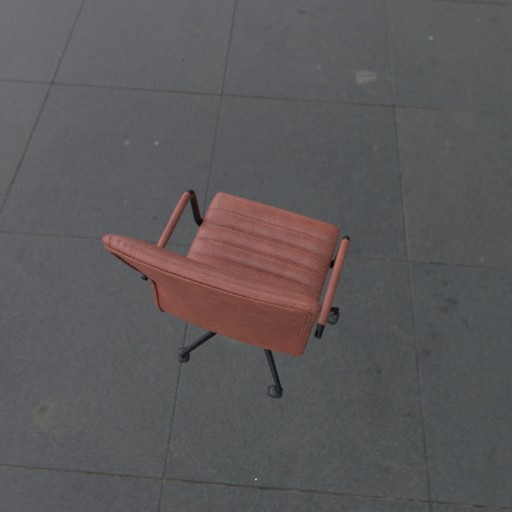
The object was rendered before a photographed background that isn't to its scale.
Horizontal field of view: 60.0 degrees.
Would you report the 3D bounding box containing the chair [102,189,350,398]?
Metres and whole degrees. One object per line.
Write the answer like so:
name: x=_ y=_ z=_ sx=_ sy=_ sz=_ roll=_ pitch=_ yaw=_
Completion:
chair: x=0.000 y=0.000 z=1.262 sx=0.600 sy=0.878 sz=0.578 roll=17 pitch=65 yaw=9
